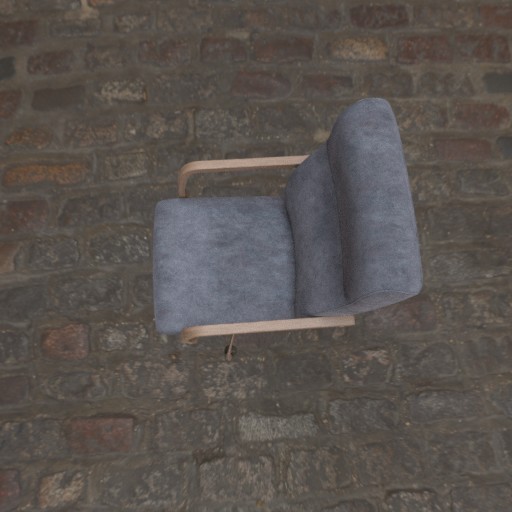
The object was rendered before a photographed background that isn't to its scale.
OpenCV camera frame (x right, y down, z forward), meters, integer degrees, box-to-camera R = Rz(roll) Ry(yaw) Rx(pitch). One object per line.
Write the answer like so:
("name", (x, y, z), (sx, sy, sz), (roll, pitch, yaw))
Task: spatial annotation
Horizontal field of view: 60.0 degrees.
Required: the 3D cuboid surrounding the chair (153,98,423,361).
("chair", (0.000, 0.000, 1.491), (0.741, 1.029, 0.640), (-4, 75, -1))
